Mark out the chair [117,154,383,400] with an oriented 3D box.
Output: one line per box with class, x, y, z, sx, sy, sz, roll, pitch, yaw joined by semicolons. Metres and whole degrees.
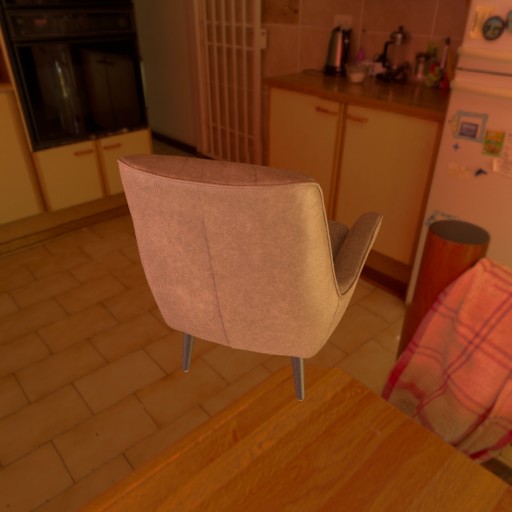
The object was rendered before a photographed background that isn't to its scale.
chair;0.000;0.000;1.530;0.787;0.888;0.824;10;32;15
